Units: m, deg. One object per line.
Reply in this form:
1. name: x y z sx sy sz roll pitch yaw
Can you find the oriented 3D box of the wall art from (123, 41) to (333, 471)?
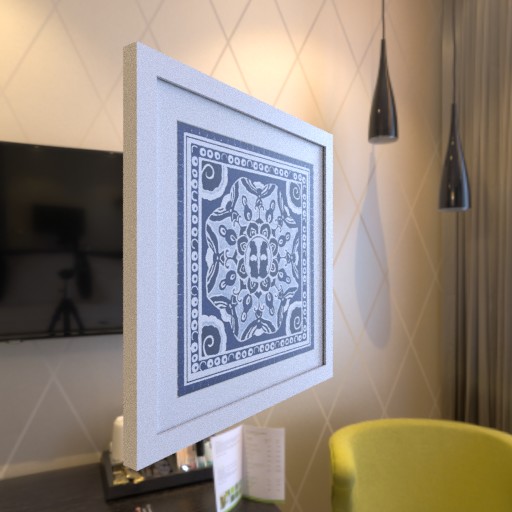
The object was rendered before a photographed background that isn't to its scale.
1. wall art: 0.000 0.000 0.809 0.028 0.559 0.559 0 0 36
